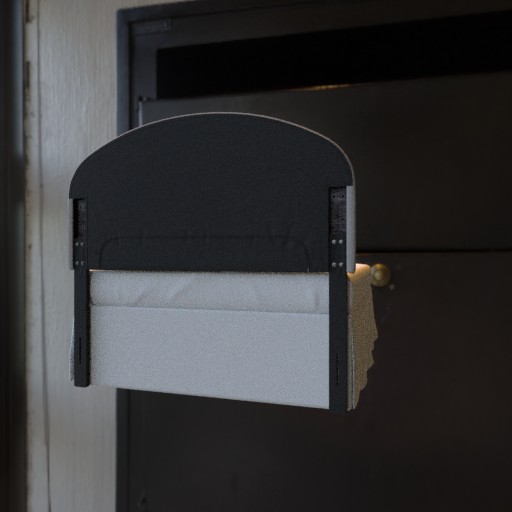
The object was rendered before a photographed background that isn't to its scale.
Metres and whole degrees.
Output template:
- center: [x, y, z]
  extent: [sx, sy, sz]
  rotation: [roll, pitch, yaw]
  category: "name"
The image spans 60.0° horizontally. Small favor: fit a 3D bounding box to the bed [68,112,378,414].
- center: [0.000, 0.000, 3.127]
  extent: [1.607, 1.410, 2.005]
  rotation: [0, 0, 17]
  category: "bed"
